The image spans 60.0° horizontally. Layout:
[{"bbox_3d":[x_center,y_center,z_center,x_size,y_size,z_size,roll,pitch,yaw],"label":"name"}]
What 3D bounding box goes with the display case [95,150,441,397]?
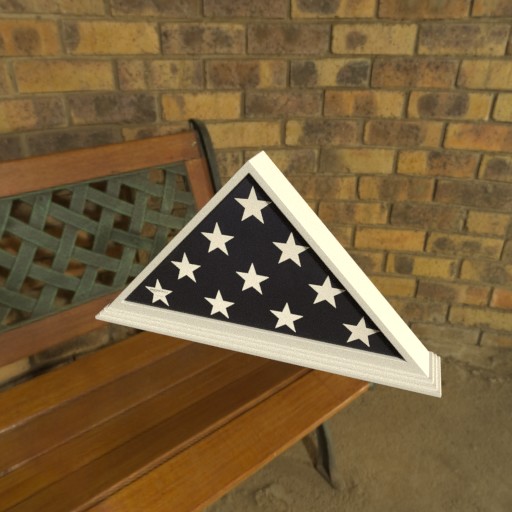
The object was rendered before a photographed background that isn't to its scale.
[{"bbox_3d":[0.000,0.000,0.746,0.640,0.340,0.095,9,28,17],"label":"display case"}]
